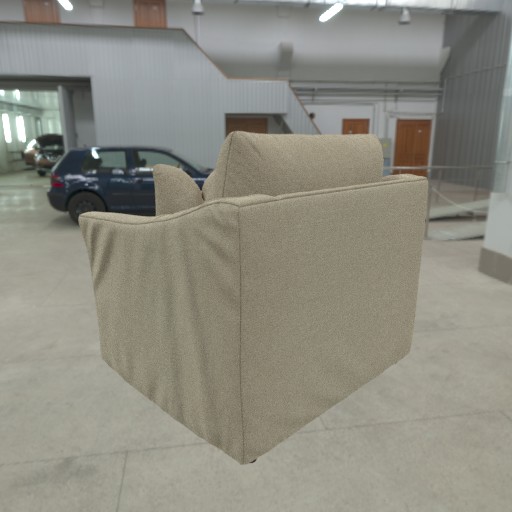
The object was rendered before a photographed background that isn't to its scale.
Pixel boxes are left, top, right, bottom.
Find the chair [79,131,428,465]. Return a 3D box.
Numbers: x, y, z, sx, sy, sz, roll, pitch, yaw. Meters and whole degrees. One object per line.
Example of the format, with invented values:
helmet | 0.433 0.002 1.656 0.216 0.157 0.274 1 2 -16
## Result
chair | 0.000 0.000 2.041 1.194 1.093 1.071 -14 21 -43
